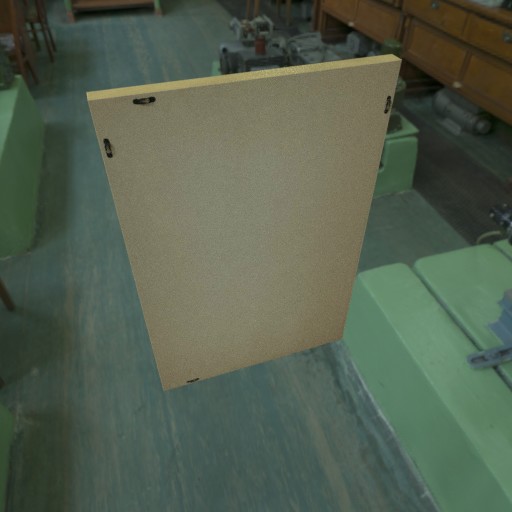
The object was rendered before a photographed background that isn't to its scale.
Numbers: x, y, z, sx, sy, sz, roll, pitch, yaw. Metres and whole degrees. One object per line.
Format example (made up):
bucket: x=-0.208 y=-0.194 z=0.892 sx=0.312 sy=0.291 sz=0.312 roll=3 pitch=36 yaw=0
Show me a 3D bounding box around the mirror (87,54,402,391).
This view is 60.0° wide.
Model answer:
mirror: x=0.000 y=0.000 z=1.137 sx=0.609 sy=0.915 sz=0.041 roll=-13 pitch=44 yaw=-14
